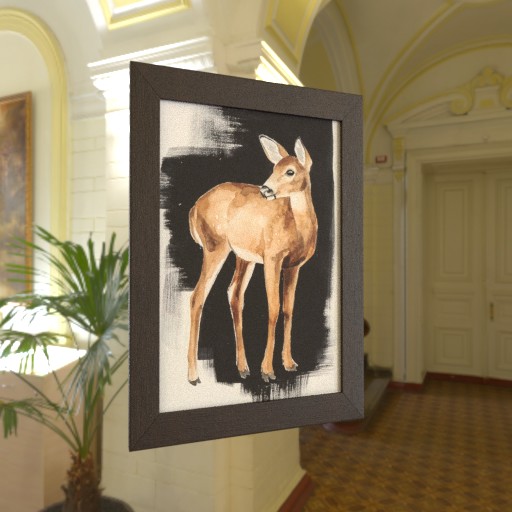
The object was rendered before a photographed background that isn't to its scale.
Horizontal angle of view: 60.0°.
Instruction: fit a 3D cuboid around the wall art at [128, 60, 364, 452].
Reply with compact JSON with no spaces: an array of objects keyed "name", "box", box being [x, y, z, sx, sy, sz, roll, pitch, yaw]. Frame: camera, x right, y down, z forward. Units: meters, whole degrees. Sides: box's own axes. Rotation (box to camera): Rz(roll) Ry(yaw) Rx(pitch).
[{"name":"wall art","box":[0.000,0.000,0.650,0.359,0.513,0.017,0,-1,-20]}]
